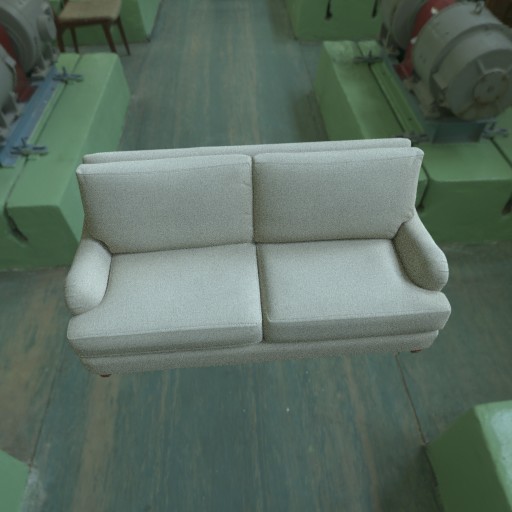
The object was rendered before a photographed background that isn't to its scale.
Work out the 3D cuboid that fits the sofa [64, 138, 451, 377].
[{"bbox_3d":[0.000,0.000,2.643,2.070,0.997,1.091,-4,47,-3],"label":"sofa"}]
